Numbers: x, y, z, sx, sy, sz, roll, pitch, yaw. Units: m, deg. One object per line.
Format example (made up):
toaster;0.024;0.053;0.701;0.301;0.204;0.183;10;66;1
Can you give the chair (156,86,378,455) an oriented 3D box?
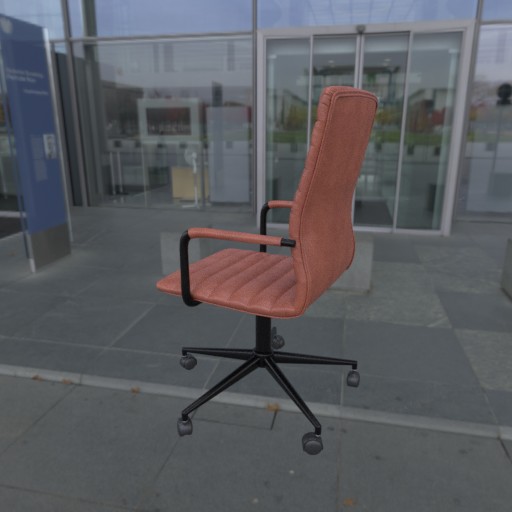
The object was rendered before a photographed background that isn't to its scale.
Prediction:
chair;0.000;0.000;1.270;0.578;0.878;0.600;8;18;26
